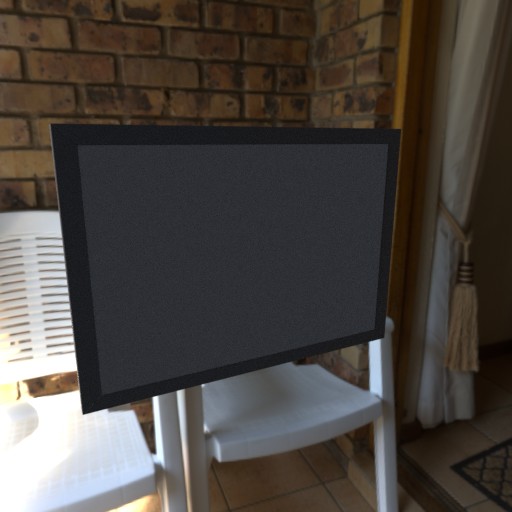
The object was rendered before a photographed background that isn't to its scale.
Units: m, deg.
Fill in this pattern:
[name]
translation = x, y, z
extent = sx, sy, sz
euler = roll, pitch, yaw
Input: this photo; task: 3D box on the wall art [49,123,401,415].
[wall art]
translation = 0.000, 0.000, 0.547
extent = 0.432, 0.306, 0.016
euler = -7, 16, -26
